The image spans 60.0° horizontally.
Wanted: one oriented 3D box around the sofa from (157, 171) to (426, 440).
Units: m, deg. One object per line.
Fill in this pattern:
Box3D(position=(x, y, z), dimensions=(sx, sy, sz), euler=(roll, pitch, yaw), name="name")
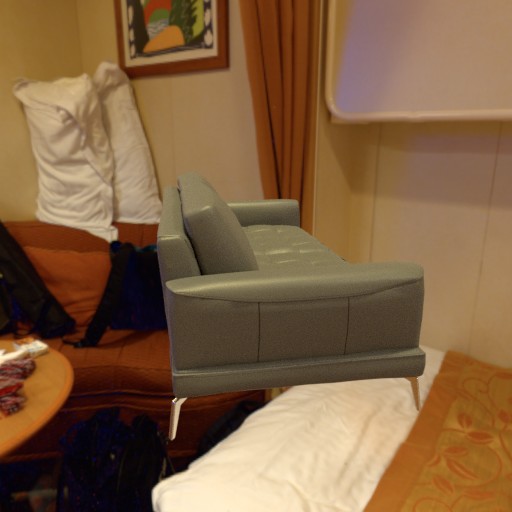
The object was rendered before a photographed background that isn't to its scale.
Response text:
Box3D(position=(0.000, 0.000, 2.751), dimensions=(1.121, 0.930, 2.177), euler=(-3, 16, -10), name="sofa")
